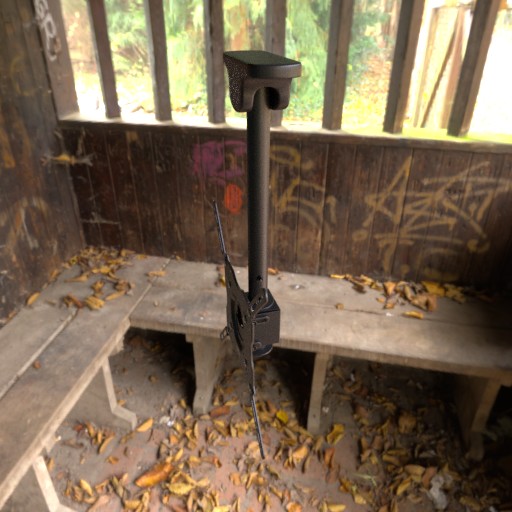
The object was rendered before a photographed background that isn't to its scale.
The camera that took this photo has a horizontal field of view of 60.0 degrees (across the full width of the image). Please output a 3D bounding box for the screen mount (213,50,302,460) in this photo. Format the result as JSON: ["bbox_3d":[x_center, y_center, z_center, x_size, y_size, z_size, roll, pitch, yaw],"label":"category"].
[{"bbox_3d":[0.000,0.000,0.883,0.090,0.729,0.393,-9,31,-14],"label":"screen mount"}]
